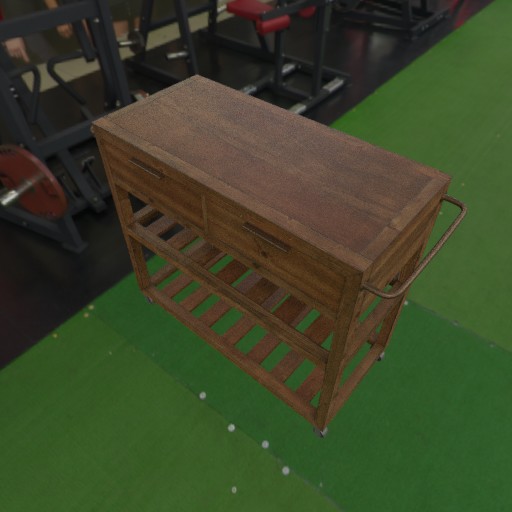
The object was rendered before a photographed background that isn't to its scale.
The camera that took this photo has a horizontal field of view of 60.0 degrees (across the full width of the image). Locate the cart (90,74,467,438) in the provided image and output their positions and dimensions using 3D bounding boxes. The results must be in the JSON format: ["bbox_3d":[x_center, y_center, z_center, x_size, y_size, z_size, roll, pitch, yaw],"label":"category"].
[{"bbox_3d":[0.000,0.000,1.491,1.065,0.830,0.445,31,53,27],"label":"cart"}]
